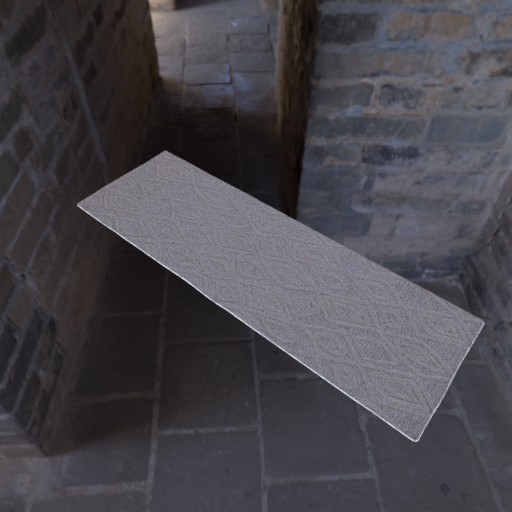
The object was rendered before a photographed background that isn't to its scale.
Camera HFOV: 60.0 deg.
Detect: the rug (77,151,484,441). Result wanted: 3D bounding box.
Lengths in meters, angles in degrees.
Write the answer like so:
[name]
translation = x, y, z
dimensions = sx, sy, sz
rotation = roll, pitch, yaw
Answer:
[rug]
translation = 0.000, 0.000, 2.617
dimensions = 2.436, 0.013, 0.807
rotation = 31, 55, 25
